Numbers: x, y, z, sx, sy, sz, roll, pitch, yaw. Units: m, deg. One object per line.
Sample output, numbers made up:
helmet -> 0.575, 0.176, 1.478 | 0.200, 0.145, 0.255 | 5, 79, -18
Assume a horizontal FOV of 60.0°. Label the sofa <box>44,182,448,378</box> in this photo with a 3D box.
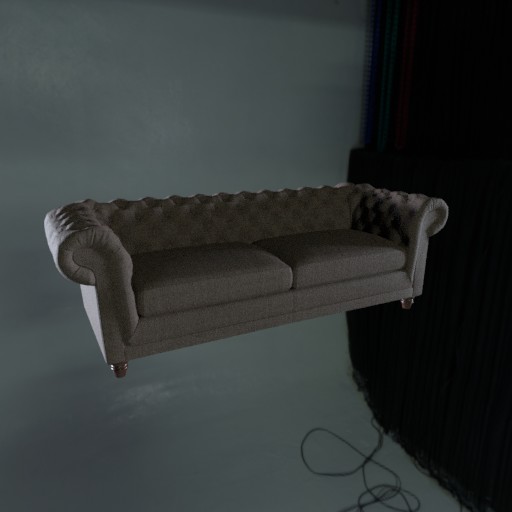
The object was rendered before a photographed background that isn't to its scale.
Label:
sofa -> 0.000, 0.000, 2.840 | 2.385, 0.787, 0.944 | -8, 17, -26
